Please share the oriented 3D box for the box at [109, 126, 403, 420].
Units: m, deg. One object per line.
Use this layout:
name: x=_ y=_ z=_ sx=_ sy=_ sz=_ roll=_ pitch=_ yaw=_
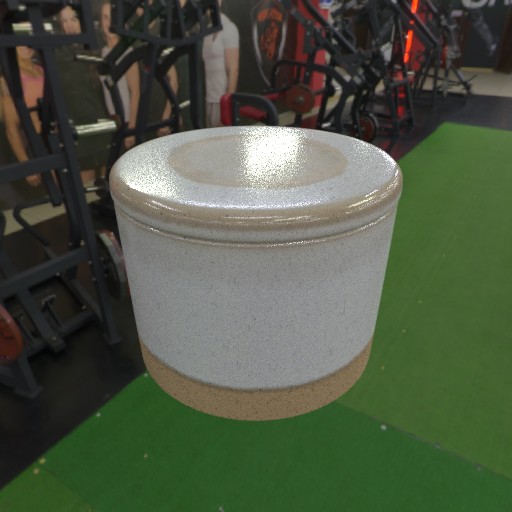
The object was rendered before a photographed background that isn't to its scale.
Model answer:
box: x=0.000 y=0.000 z=0.268 sx=0.154 sy=0.123 sz=0.154 roll=0 pitch=29 yaw=0
